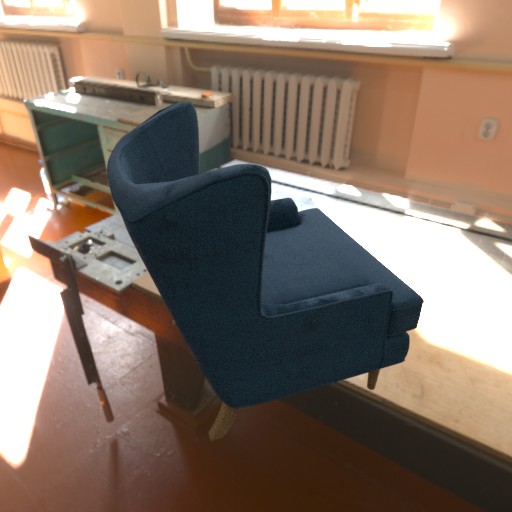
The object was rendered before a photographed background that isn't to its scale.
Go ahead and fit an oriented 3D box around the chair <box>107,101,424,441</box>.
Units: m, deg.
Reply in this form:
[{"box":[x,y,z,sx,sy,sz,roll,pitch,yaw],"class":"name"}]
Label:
[{"box":[0.000,0.000,1.594,0.910,0.952,0.793,-11,32,-17],"class":"chair"}]
